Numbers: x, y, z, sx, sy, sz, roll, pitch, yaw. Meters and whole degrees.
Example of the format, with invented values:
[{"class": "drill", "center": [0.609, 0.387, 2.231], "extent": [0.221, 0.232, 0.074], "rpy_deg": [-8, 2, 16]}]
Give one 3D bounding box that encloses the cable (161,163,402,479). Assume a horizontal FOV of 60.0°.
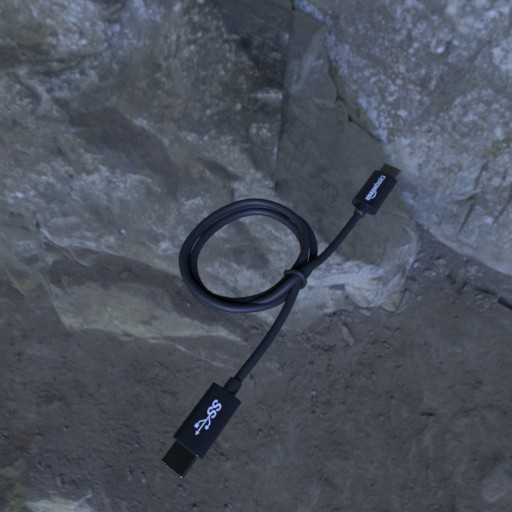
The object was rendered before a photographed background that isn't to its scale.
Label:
[{"class": "cable", "center": [0.000, 0.000, 0.210], "extent": [0.070, 0.014, 0.186], "rpy_deg": [30, 62, 18]}]
